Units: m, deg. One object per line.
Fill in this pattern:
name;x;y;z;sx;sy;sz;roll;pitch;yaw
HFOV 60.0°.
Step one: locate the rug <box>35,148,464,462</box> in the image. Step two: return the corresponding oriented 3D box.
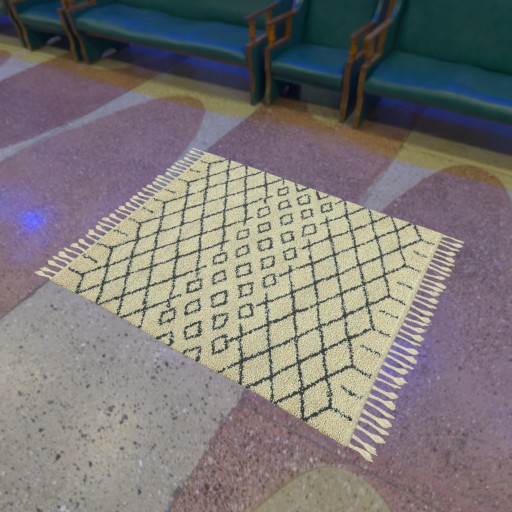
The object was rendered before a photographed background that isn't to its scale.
rug;0.000;0.000;4.090;3.213;0.030;2.388;23;50;21
